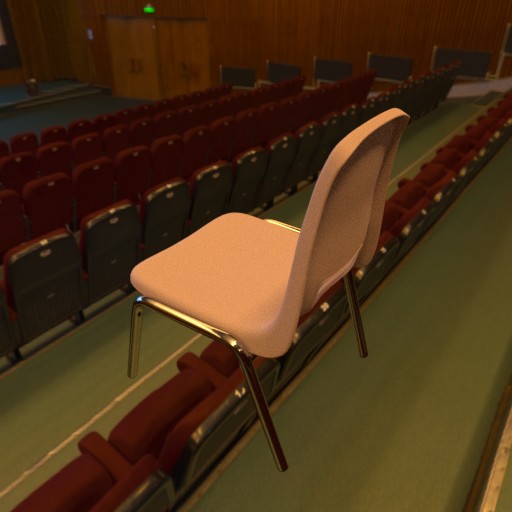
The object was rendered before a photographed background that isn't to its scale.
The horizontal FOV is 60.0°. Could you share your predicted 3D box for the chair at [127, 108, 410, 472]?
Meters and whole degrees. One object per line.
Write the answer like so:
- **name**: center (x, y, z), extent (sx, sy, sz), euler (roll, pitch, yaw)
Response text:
- **chair**: center (0.000, 0.000, 0.765), extent (0.385, 0.537, 0.354), euler (22, 39, 30)
